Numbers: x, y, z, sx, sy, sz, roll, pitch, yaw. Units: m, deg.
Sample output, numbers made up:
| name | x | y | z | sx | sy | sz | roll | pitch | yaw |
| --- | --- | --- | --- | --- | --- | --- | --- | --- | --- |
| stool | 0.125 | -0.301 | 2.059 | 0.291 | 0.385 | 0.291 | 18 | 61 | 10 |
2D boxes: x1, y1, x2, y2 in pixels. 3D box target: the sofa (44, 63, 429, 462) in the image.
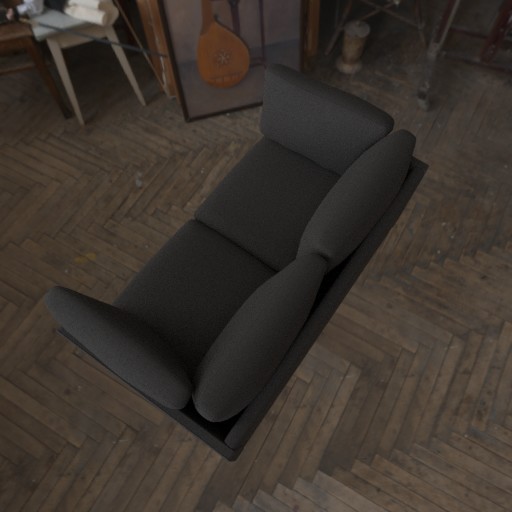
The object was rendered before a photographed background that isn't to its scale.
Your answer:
| name | x | y | z | sx | sy | sz | roll | pitch | yaw |
| --- | --- | --- | --- | --- | --- | --- | --- | --- | --- |
| sofa | 0.000 | 0.000 | 2.301 | 0.969 | 0.920 | 1.751 | 33 | 69 | 14 |
